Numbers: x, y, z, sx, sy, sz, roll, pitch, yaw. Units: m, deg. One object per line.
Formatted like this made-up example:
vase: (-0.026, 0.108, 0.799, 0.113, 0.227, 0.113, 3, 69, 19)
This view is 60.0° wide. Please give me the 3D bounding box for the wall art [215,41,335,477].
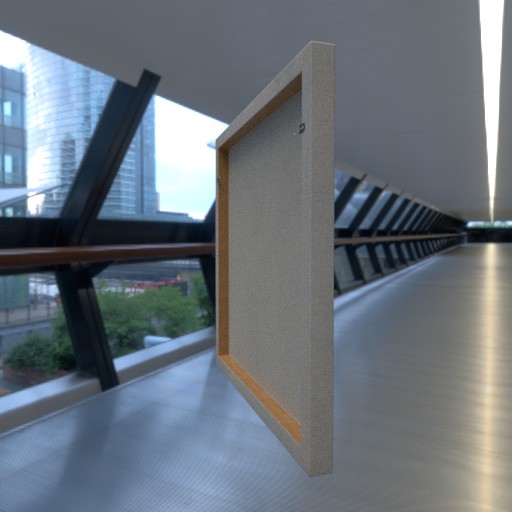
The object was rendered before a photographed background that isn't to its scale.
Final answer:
wall art: (0.000, 0.000, 0.916, 0.040, 0.612, 0.612, -1, 2, -18)
